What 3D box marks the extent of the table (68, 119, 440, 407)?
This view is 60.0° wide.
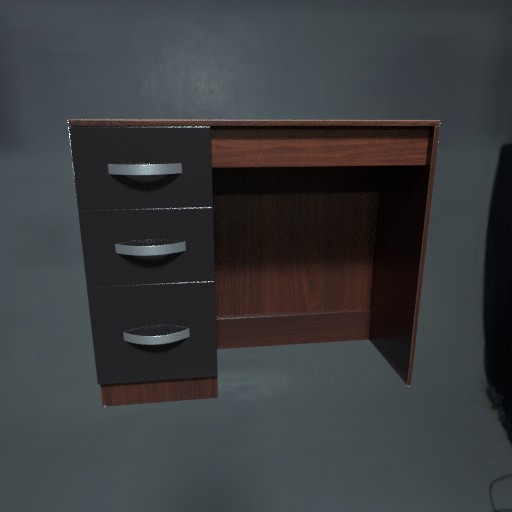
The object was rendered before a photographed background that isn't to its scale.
[{"bbox_3d":[0.000,0.000,1.353,0.930,0.790,0.380,-2,16,-7],"label":"table"}]
